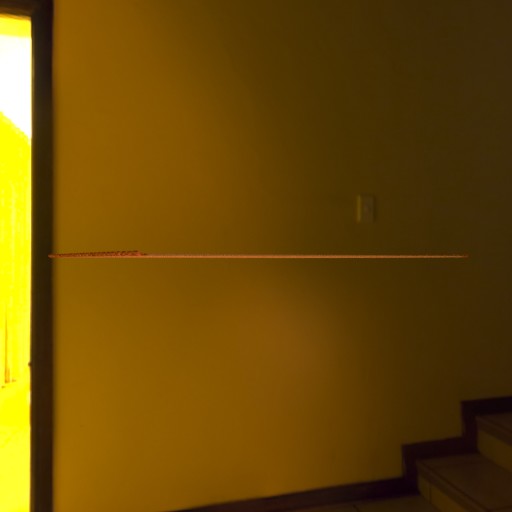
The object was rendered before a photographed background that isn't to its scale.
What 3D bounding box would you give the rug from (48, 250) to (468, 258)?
[{"bbox_3d":[0.000,0.000,4.387,3.369,0.035,2.451,0,-1,-35],"label":"rug"}]
